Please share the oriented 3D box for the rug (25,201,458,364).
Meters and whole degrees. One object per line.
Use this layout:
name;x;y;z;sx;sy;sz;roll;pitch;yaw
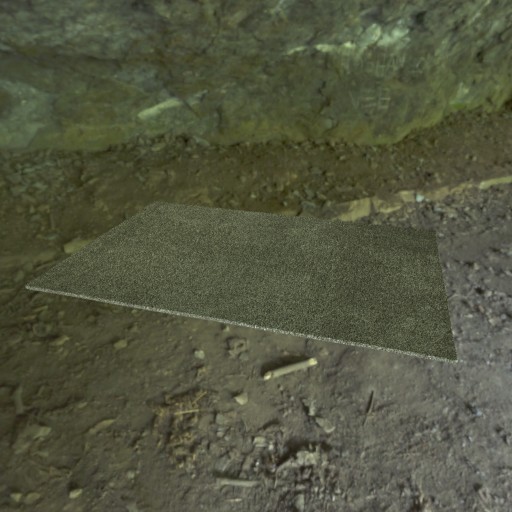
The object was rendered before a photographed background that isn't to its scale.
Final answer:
rug;0.000;0.000;3.395;2.699;0.026;1.802;7;27;15
